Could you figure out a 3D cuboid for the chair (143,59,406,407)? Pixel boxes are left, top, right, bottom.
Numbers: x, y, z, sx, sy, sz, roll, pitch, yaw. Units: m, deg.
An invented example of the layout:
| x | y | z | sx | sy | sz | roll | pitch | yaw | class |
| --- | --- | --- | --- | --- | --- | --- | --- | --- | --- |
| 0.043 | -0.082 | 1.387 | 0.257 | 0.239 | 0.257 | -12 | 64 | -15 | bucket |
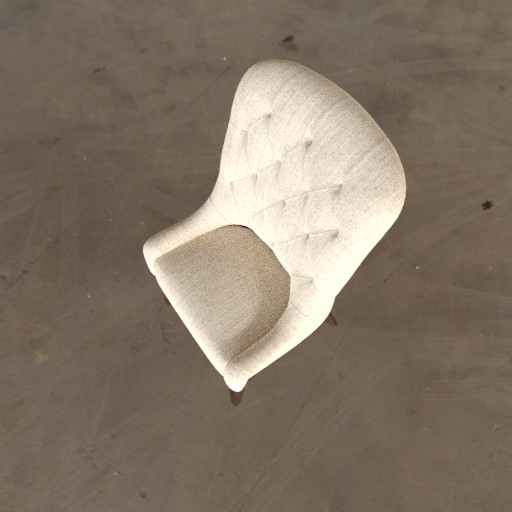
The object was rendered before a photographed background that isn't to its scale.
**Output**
| x | y | z | sx | sy | sz | roll | pitch | yaw | class |
| --- | --- | --- | --- | --- | --- | --- | --- | --- | --- |
| 0.000 | 0.000 | 1.527 | 0.629 | 1.091 | 0.634 | -32 | 67 | -16 | chair |
